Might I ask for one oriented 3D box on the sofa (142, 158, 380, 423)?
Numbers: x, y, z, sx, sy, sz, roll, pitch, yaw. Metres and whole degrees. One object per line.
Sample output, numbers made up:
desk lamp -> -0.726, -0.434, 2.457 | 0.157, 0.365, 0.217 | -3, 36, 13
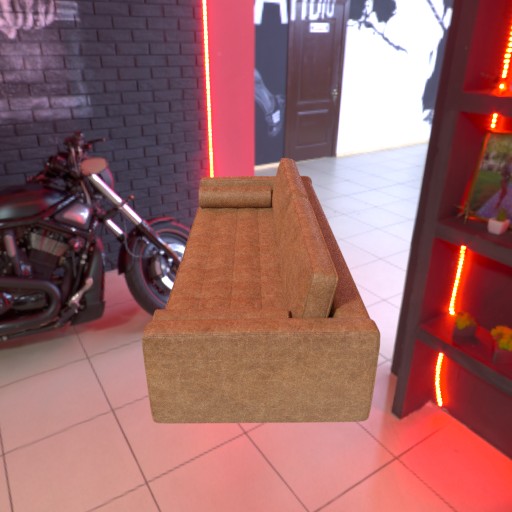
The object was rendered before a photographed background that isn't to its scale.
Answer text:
sofa -> 0.000, 0.000, 2.691 | 0.919, 0.770, 2.200 | 0, 25, -1
